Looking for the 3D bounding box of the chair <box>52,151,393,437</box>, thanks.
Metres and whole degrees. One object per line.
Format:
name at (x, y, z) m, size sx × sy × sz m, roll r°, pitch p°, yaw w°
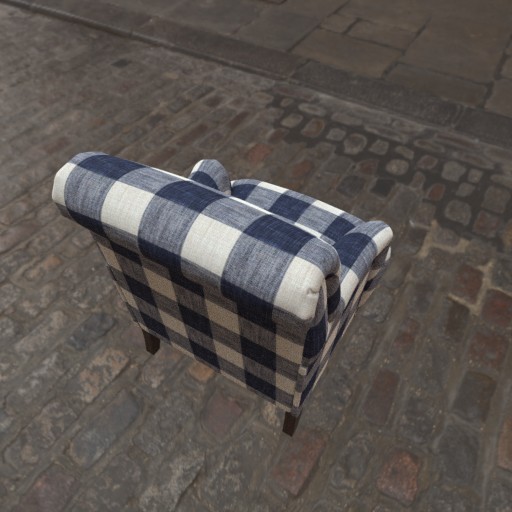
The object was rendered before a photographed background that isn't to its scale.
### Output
chair at (0.000, 0.000, 1.542) m, size 0.781 × 0.953 × 0.848 m, roll 24°, pitch 51°, yaw 21°
